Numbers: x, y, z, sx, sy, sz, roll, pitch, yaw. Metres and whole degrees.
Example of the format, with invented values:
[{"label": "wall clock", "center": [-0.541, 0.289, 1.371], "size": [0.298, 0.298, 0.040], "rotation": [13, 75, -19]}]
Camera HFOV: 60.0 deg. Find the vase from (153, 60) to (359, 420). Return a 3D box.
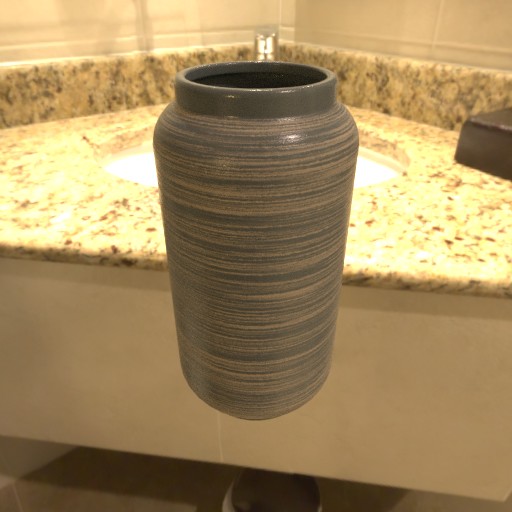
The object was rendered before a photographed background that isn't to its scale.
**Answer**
[{"label": "vase", "center": [0.000, 0.000, 0.297], "size": [0.116, 0.230, 0.116], "rotation": [0, 32, 0]}]
